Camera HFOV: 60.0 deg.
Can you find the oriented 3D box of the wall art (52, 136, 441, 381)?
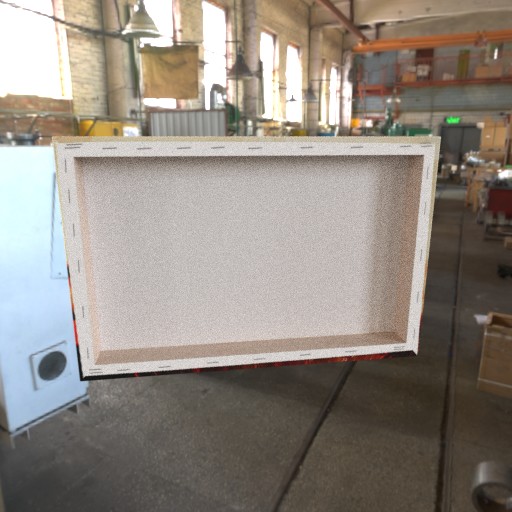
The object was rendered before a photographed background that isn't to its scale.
[{"bbox_3d":[0.000,0.000,0.482,0.383,0.251,0.037,-2,15,-8],"label":"wall art"}]
